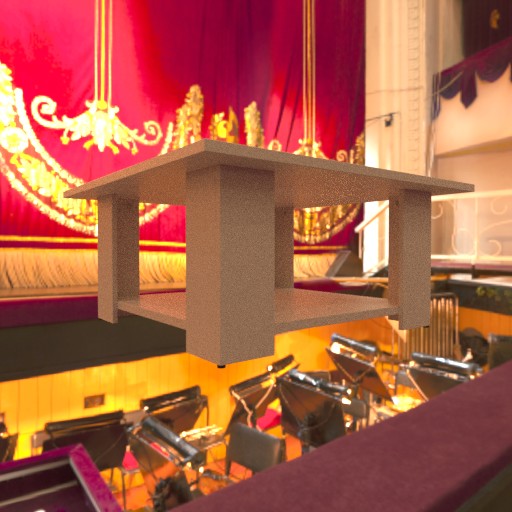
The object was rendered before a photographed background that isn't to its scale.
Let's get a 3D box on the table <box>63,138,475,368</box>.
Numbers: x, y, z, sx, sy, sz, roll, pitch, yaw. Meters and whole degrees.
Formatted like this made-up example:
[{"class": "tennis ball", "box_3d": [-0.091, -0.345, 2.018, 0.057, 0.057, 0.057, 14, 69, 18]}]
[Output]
[{"class": "table", "box_3d": [0.000, 0.000, 1.018, 0.670, 0.305, 0.670, -1, 2, -37]}]
